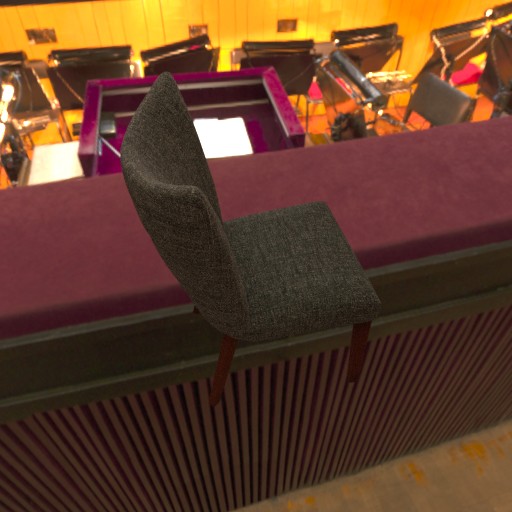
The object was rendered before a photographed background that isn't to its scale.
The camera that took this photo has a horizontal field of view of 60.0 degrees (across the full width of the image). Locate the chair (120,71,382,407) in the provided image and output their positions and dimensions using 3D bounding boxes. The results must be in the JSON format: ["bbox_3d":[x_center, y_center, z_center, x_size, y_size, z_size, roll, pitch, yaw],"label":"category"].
[{"bbox_3d":[0.000,0.000,1.316,0.623,0.924,0.535,-10,47,-9],"label":"chair"}]
